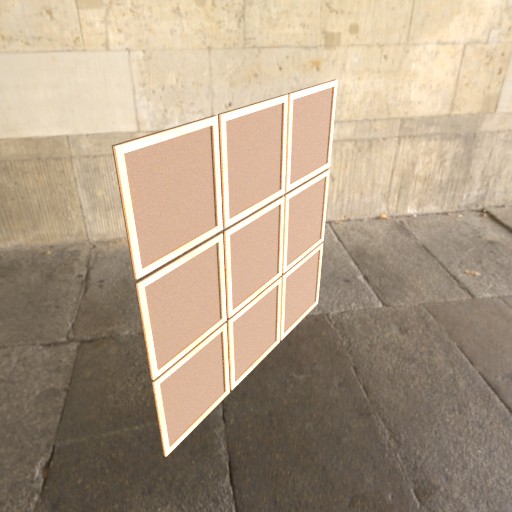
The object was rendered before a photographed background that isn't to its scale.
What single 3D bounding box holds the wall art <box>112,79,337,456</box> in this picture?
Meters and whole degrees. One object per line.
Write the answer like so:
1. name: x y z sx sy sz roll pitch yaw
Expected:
1. wall art: 0.000 0.000 1.834 0.013 1.218 1.216 20 36 30
